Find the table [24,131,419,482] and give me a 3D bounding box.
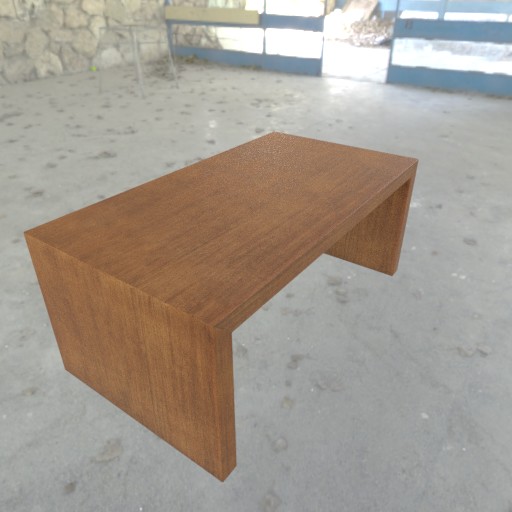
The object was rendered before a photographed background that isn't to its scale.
[{"bbox_3d":[0.000,0.000,1.296,0.549,0.419,1.000,20,36,30],"label":"table"}]
